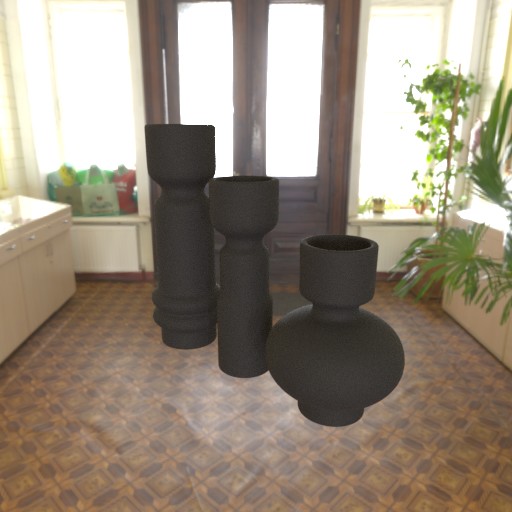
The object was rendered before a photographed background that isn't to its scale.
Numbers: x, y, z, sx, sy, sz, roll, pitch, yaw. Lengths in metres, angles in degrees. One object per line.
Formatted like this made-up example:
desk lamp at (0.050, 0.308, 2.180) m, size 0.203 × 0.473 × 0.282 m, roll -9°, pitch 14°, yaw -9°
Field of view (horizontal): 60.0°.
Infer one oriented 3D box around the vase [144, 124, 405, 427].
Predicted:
vase at (0.000, 0.000, 0.433) m, size 0.307 × 0.249 × 0.120 m, roll 14°, pitch 21°, yaw 42°
